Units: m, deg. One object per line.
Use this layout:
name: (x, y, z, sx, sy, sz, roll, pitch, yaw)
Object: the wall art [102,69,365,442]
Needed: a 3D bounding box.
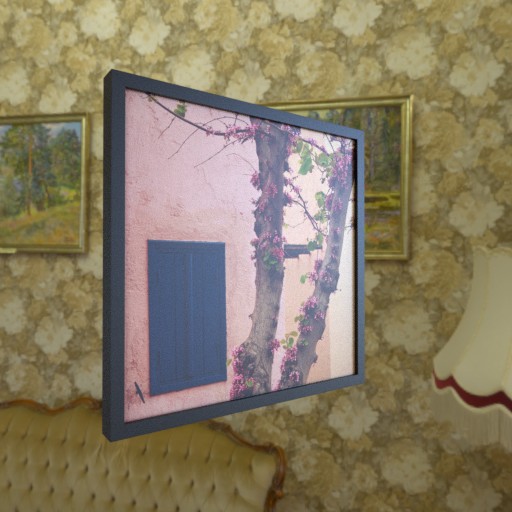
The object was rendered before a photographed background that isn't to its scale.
wall art: (0.000, 0.000, 0.763, 0.508, 0.508, 0.038, 0, -1, -35)
